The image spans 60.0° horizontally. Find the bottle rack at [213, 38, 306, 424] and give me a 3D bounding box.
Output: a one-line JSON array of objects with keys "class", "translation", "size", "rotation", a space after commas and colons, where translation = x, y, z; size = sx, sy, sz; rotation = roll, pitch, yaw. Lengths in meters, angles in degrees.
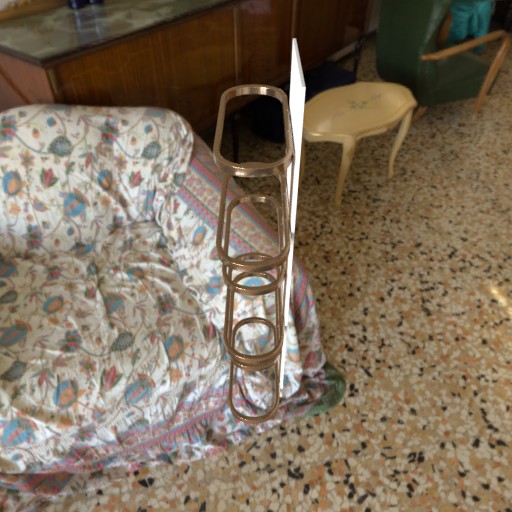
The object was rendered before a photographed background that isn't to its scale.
[{"class": "bottle rack", "translation": [0.000, 0.000, 0.829], "size": [0.118, 0.709, 0.332], "rotation": [0, 43, 0]}]
